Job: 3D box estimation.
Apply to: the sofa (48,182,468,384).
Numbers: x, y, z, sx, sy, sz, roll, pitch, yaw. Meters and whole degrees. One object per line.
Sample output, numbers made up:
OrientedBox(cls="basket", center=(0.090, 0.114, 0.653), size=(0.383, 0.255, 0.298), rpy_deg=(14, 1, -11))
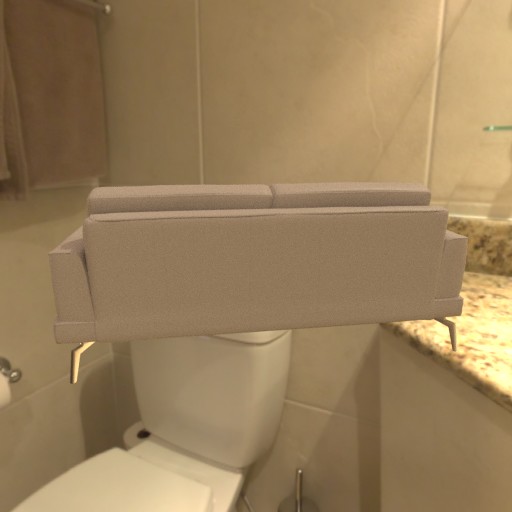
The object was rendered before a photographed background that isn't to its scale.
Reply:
OrientedBox(cls="sofa", center=(0.000, 0.000, 2.710), size=(2.177, 0.930, 1.121), rpy_deg=(-2, 14, -10))
